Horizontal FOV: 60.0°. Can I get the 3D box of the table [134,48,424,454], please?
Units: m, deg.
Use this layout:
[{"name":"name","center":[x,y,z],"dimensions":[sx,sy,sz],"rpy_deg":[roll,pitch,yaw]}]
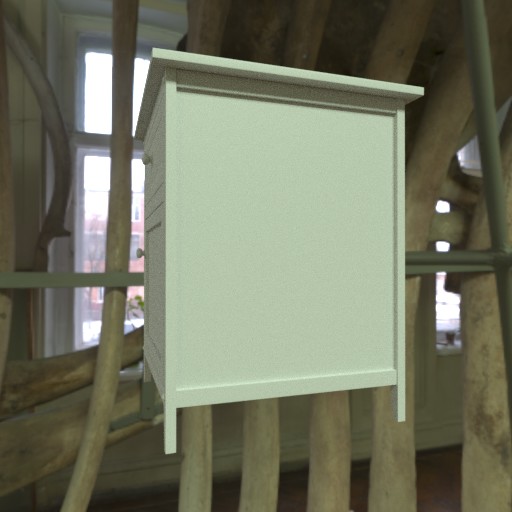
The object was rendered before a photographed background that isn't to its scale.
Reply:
[{"name":"table","center":[0.000,0.000,0.754],"dimensions":[0.381,0.483,0.381],"rpy_deg":[0,0,-18]}]
